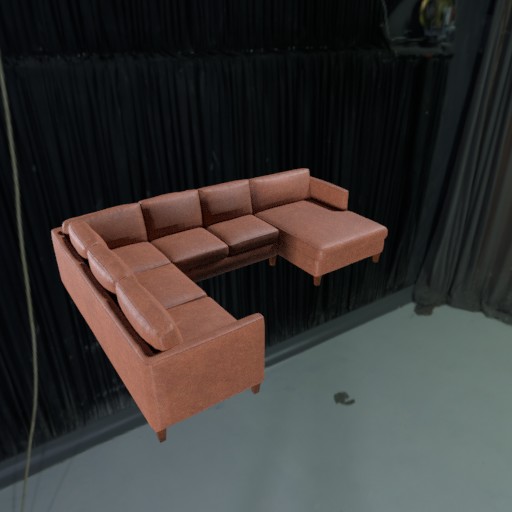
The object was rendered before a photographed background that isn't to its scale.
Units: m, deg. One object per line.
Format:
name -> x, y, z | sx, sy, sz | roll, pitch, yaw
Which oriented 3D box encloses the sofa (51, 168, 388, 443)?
sofa -> 0.000, 0.000, 4.659 | 3.460, 0.923, 2.593 | -18, 32, -31
